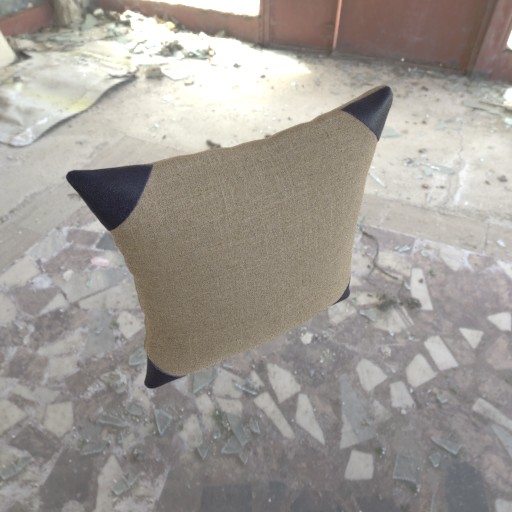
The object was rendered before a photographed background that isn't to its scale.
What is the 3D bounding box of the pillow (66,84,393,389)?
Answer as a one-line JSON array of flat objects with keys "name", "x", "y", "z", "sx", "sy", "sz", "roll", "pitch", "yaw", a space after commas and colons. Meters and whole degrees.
[{"name": "pillow", "x": 0.000, "y": 0.000, "z": 0.679, "sx": 0.440, "sy": 0.441, "sz": 0.147, "roll": -22, "pitch": 49, "yaw": -21}]
